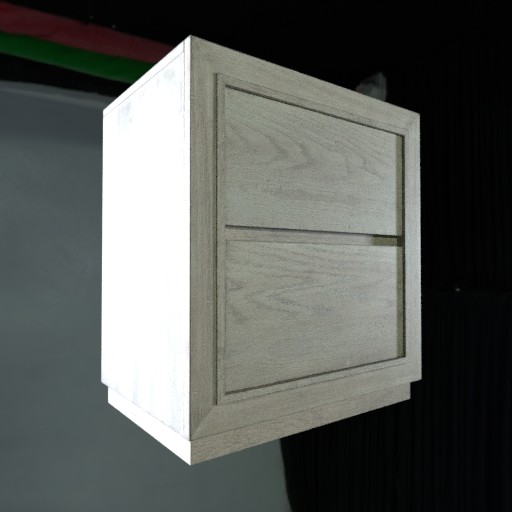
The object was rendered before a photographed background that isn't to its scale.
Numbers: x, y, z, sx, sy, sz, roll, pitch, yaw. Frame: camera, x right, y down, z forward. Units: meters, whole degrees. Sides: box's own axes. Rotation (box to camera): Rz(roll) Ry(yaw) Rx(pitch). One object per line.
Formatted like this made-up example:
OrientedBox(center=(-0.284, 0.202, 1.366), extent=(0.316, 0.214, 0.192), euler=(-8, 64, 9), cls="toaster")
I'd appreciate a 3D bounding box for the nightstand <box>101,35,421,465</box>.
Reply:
OrientedBox(center=(0.000, 0.000, 1.054), extent=(0.612, 0.673, 0.483), euler=(1, -1, -37), cls="nightstand")
